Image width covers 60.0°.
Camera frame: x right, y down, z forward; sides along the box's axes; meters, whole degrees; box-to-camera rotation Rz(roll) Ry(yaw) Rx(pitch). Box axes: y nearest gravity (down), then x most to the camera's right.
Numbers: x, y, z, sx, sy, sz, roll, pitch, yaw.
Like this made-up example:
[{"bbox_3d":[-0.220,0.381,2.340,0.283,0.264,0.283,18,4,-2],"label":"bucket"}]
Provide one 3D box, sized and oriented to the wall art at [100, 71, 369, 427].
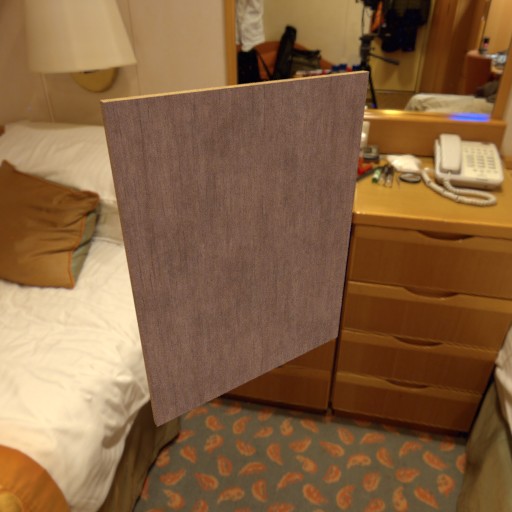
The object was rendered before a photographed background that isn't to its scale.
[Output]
[{"bbox_3d":[0.000,0.000,0.935,0.534,0.686,0.018,-19,35,-29],"label":"wall art"}]
